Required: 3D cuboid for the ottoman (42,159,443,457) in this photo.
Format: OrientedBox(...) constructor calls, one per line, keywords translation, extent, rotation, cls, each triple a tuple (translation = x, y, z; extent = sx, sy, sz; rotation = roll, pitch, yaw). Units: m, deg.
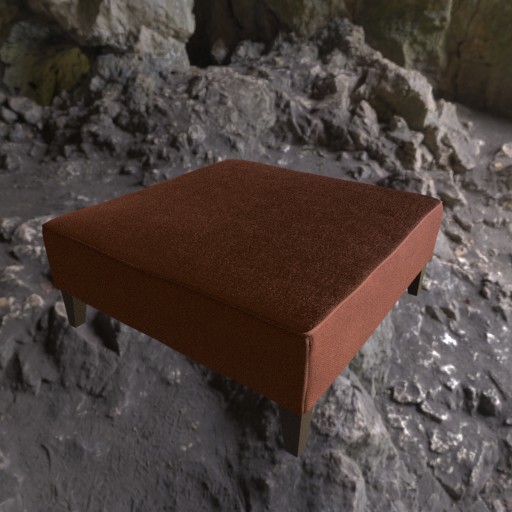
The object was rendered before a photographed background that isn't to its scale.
OrientedBox(translation=(0.000, 0.000, 1.572), extent=(0.999, 0.438, 0.997), rotation=(18, 32, 31), cls="ottoman")
